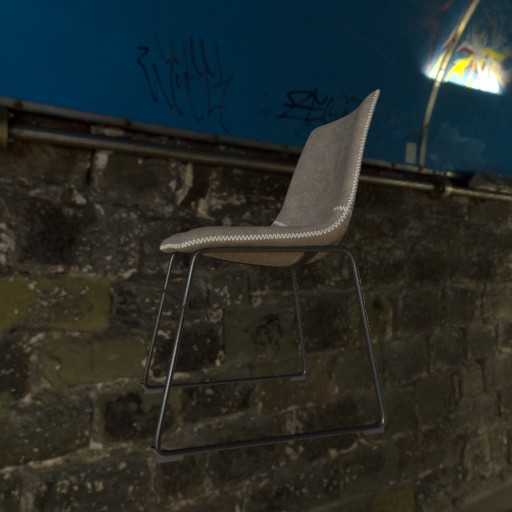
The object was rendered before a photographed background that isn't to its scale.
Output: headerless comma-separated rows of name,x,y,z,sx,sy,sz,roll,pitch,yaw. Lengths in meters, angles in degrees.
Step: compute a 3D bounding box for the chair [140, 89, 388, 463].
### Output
chair,0.000,0.000,1.124,0.550,0.780,0.460,0,0,-17
